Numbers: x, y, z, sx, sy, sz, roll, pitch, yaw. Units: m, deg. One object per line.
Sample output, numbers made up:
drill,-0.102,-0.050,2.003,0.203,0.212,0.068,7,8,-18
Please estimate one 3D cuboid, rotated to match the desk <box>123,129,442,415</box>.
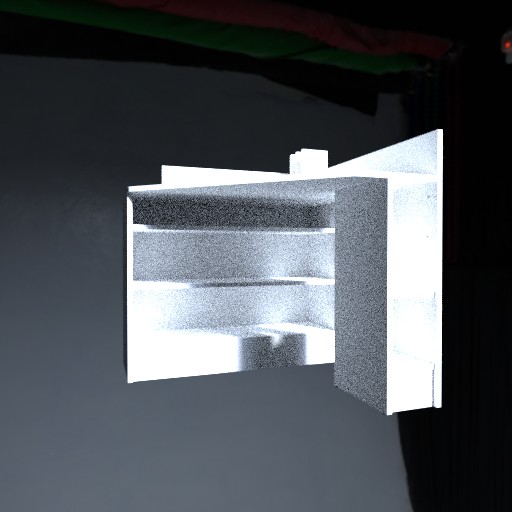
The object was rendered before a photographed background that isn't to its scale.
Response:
desk,0.000,0.000,1.718,0.940,0.986,0.940,0,1,-20
